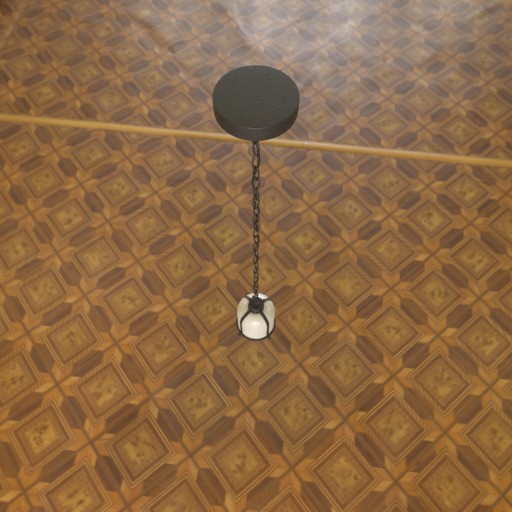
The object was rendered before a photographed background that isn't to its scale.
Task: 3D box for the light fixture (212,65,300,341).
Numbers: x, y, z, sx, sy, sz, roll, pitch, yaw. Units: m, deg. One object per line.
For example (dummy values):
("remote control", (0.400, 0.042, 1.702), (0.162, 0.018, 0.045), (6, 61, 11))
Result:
("light fixture", (0.000, 0.000, 1.261), (0.178, 1.181, 0.178), (-36, 68, -16))
